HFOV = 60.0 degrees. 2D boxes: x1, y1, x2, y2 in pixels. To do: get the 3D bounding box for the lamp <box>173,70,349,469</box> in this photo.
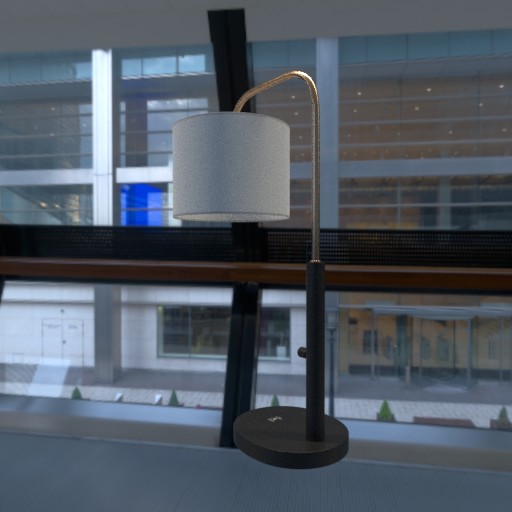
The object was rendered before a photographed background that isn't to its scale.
[{"bbox_3d":[0.000,0.000,0.710,0.199,0.540,0.337,-1,1,-37],"label":"lamp"}]
